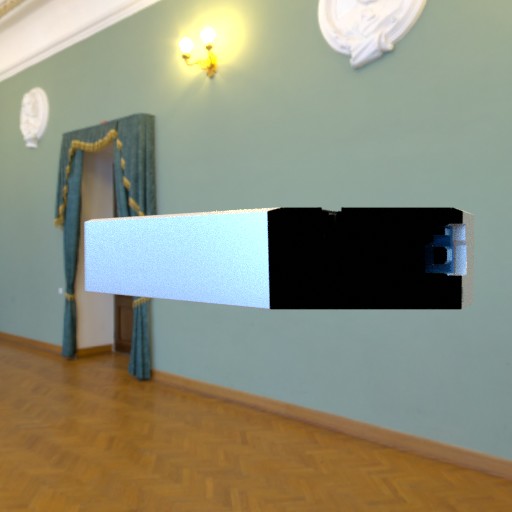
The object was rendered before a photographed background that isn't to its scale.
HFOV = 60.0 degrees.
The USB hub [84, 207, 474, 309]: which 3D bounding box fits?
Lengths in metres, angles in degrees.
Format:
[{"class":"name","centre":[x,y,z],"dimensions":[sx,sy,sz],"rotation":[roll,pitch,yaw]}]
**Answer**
[{"class":"USB hub","centre":[0.000,0.000,0.129],"dimensions":[0.110,0.023,0.044],"rotation":[1,1,36]}]
